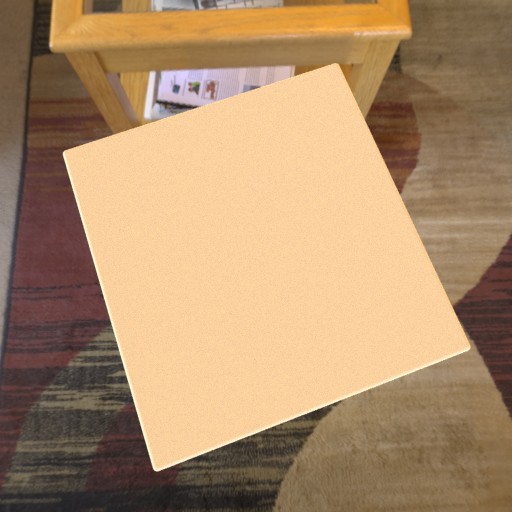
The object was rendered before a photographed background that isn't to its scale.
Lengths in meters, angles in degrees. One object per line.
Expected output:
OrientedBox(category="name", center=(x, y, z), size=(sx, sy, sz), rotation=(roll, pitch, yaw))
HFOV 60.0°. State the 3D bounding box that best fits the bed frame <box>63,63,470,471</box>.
OrientedBox(category="bed frame", center=(0.000, 0.000, 3.061), size=(1.963, 0.659, 2.079), rotation=(-20, 77, -5))
